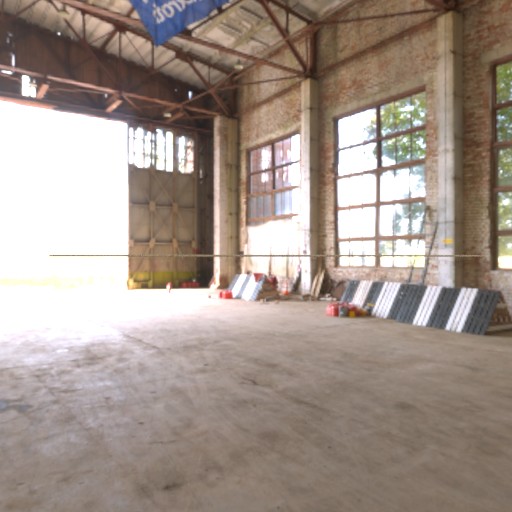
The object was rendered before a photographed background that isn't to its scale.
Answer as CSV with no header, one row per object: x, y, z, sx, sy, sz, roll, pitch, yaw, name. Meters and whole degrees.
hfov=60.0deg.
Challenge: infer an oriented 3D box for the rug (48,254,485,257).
0.000,0.000,2.355,1.828,0.007,1.220,0,0,-16,rug
